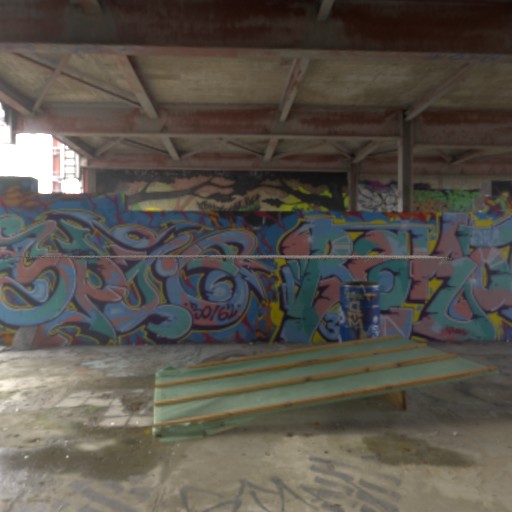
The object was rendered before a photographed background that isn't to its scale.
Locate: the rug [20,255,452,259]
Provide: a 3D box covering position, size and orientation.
[{"bbox_3d":[0.000,0.000,4.095,3.061,0.022,2.468,0,0,17],"label":"rug"}]
